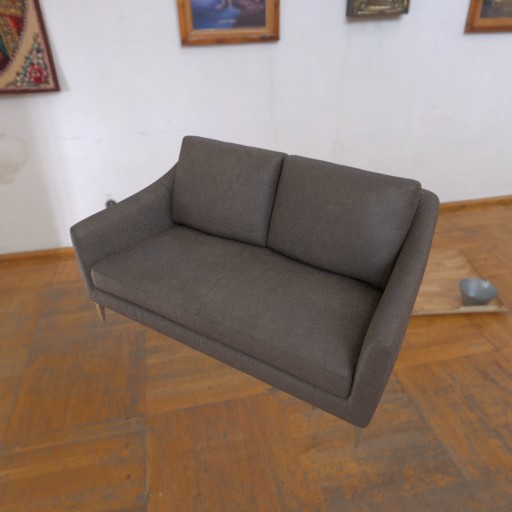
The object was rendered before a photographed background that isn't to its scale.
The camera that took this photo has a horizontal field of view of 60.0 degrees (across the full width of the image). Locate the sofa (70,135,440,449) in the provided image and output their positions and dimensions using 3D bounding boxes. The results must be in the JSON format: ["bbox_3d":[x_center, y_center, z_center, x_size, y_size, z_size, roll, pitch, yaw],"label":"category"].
[{"bbox_3d":[0.000,0.000,2.214,1.619,0.902,0.960,18,35,27],"label":"sofa"}]
